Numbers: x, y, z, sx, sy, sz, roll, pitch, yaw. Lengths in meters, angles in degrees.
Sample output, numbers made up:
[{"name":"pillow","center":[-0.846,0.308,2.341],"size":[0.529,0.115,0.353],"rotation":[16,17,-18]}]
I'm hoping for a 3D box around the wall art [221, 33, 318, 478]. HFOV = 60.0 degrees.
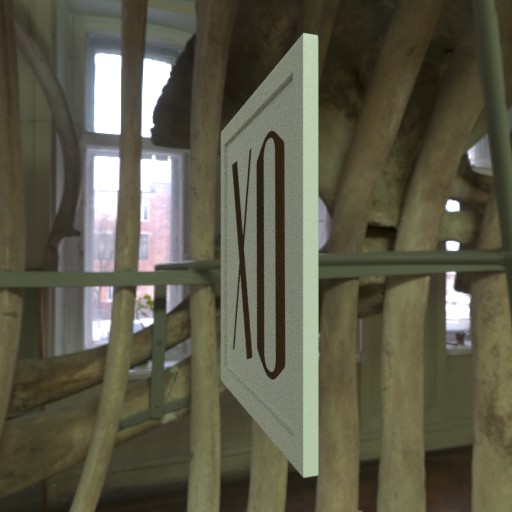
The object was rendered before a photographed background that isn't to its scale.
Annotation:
[{"name":"wall art","center":[0.000,0.000,0.748],"size":[0.020,0.536,0.444],"rotation":[0,0,-17]}]
